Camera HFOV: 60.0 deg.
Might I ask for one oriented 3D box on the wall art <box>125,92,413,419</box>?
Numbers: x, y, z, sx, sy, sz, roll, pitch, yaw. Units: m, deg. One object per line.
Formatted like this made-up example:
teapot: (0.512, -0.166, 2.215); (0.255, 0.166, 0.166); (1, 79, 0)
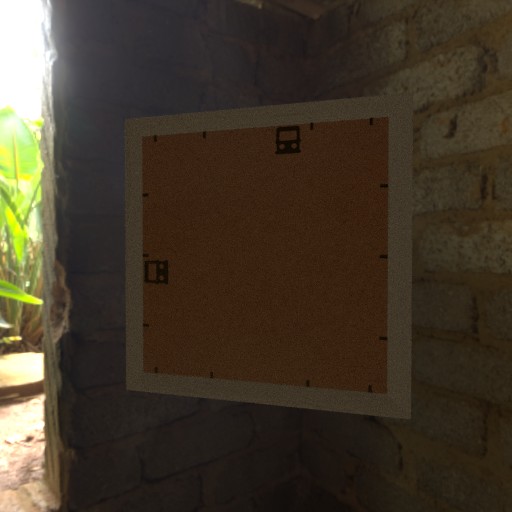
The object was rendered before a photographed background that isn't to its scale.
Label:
wall art: (0.000, 0.000, 0.880); (0.584, 0.584, 0.013); (0, 1, 17)
